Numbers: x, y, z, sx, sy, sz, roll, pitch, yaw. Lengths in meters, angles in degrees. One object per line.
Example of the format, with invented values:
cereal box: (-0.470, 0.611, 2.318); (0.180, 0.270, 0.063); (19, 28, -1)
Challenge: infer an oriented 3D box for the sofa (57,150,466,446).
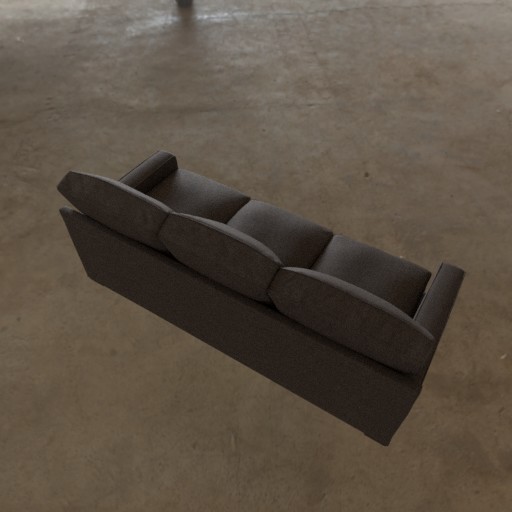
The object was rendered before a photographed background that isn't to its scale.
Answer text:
sofa: (0.000, 0.000, 2.853); (2.369, 0.978, 1.004); (25, 53, 20)
